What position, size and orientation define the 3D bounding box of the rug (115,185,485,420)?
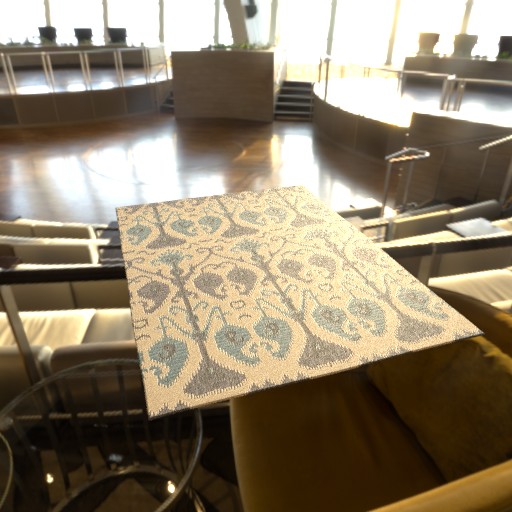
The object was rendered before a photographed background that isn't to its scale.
[{"bbox_3d":[0.000,0.000,2.930,1.676,0.013,2.261,-9,31,-16],"label":"rug"}]
